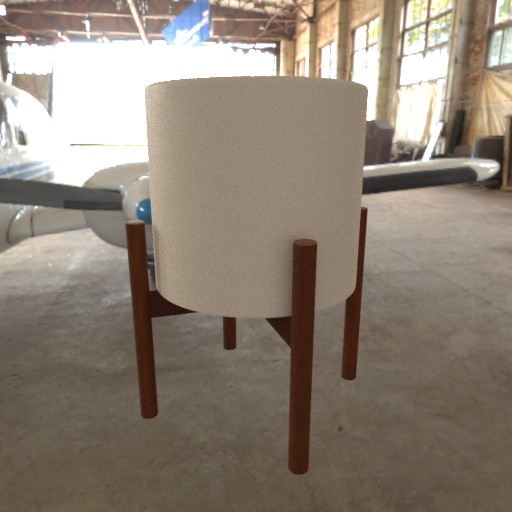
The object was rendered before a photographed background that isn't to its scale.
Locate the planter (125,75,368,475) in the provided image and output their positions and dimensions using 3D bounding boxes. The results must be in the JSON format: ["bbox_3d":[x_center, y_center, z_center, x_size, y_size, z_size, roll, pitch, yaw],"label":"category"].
[{"bbox_3d":[0.000,0.000,0.502,0.224,0.358,0.224,8,18,26],"label":"planter"}]
